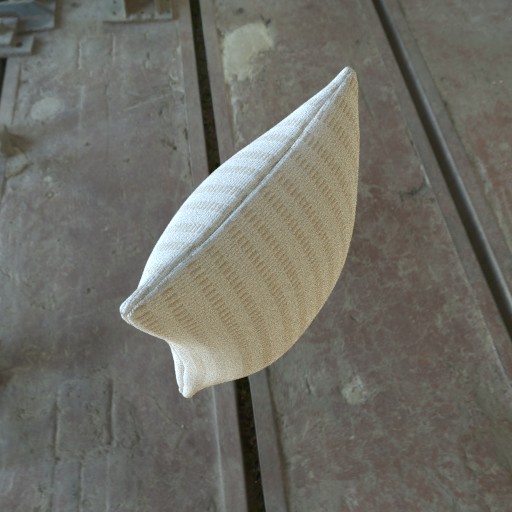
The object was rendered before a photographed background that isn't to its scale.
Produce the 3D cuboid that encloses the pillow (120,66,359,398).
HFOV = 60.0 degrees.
[{"bbox_3d":[0.000,0.000,0.689,0.247,0.419,0.438,34,68,16],"label":"pillow"}]
